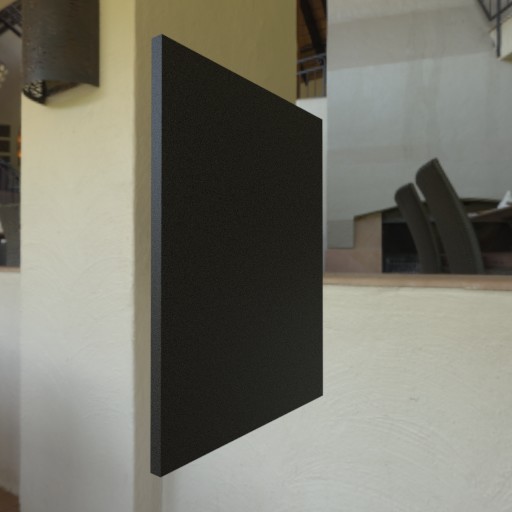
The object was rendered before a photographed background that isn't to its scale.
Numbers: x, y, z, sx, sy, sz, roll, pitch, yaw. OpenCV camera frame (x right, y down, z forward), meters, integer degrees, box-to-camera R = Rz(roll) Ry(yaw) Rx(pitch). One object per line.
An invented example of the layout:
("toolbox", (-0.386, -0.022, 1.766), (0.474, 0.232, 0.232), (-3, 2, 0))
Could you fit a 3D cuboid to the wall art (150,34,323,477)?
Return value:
("wall art", (0.000, 0.000, 1.394), (0.038, 1.062, 0.806), (-1, -1, 37))
